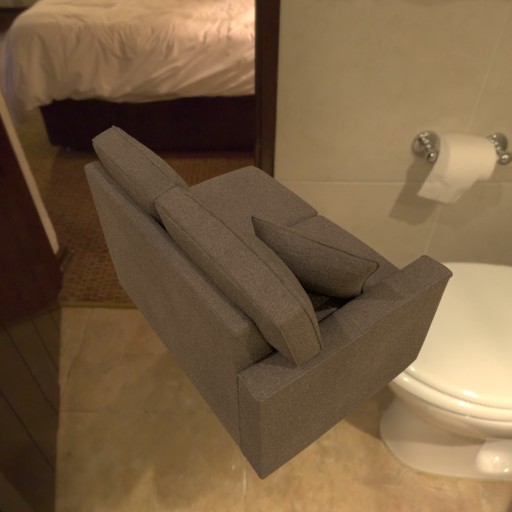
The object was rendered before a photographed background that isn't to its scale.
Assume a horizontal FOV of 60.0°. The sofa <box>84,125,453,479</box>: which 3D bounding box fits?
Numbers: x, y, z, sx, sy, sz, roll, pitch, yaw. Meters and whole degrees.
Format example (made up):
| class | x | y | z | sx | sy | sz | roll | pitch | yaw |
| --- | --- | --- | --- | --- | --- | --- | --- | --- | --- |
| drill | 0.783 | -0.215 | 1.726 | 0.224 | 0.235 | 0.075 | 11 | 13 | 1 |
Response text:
| class | x | y | z | sx | sy | sz | roll | pitch | yaw |
| --- | --- | --- | --- | --- | --- | --- | --- | --- | --- |
| sofa | 0.000 | 0.000 | 2.068 | 0.991 | 0.989 | 1.388 | -26 | 48 | -27 |
